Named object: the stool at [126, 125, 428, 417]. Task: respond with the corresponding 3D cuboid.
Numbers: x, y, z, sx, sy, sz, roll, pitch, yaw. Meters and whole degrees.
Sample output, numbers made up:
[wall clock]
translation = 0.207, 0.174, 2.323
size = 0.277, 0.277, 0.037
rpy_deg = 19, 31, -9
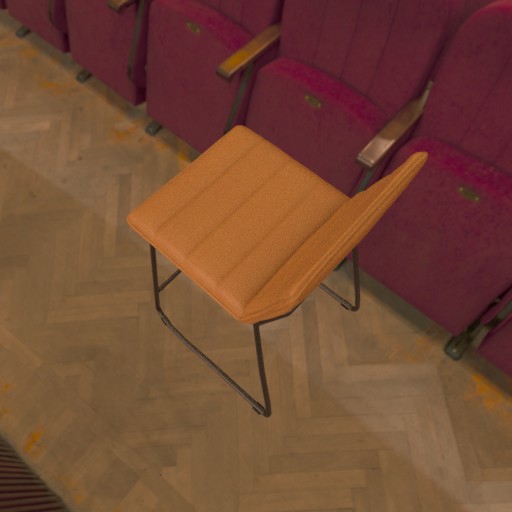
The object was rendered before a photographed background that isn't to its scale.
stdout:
[stool]
translation = 0.000, 0.000, 1.165
size = 0.524, 0.866, 0.489
rpy_deg = 38, 68, 18
